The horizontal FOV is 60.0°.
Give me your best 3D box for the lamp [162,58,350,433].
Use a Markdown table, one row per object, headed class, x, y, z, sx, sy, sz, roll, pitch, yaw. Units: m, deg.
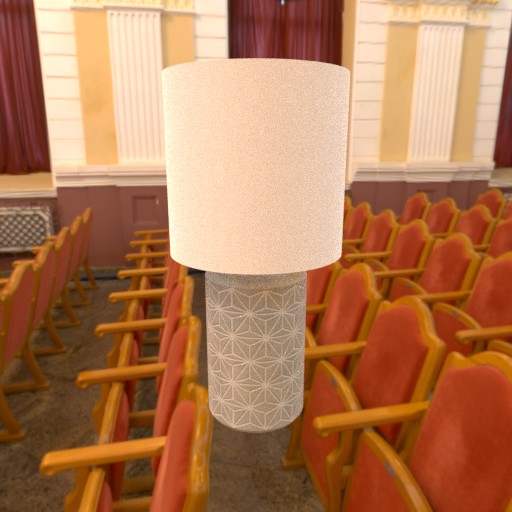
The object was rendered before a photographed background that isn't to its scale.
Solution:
| class | x | y | z | sx | sy | sz | roll | pitch | yaw |
| --- | --- | --- | --- | --- | --- | --- | --- | --- | --- |
| lamp | 0.000 | 0.000 | 0.546 | 0.206 | 0.416 | 0.206 | -2 | 15 | -10 |
